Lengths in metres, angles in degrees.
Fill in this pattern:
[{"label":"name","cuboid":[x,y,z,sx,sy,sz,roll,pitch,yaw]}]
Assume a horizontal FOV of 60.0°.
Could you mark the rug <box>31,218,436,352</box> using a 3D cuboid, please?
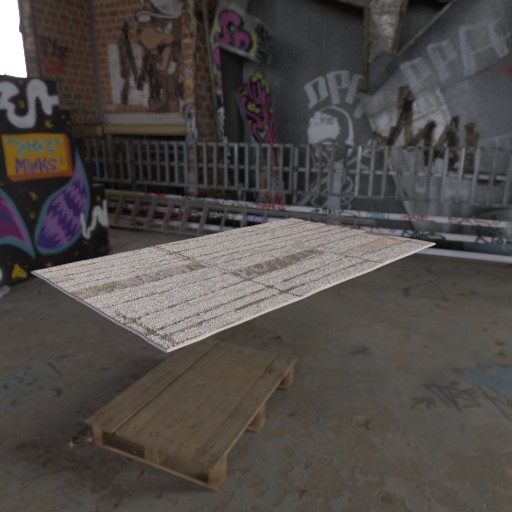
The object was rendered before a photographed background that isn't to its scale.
[{"label":"rug","cuboid":[0.000,0.000,1.078,0.515,0.007,0.867,15,22,43]}]
